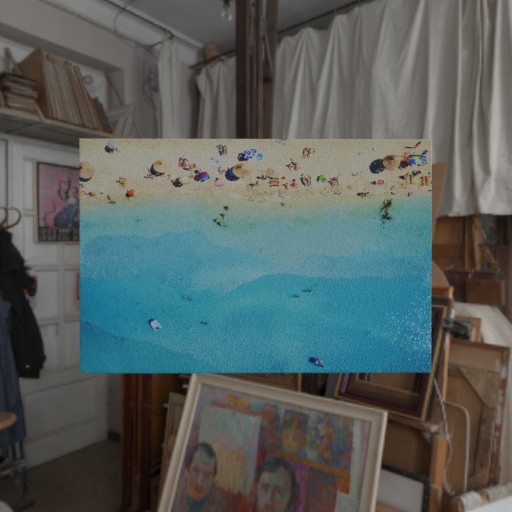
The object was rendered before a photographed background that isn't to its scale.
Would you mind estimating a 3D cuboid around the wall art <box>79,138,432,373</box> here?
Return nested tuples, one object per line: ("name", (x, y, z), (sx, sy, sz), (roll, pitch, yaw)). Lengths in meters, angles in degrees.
("wall art", (0.000, 0.000, 0.786), (0.609, 0.406, 0.039), (0, 0, -1))
